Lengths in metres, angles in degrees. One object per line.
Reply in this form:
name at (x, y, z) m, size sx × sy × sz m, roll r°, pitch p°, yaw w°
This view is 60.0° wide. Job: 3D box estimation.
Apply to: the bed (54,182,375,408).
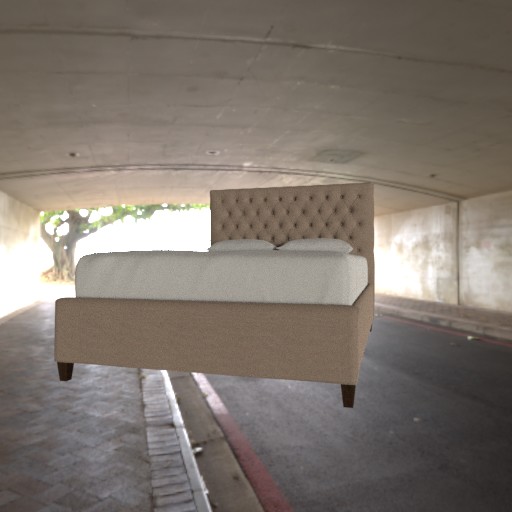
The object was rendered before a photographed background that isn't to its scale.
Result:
bed at (0.000, 0.000, 3.392) m, size 1.698 × 1.427 × 2.387 m, roll 0°, pitch -1°, yaw 17°
